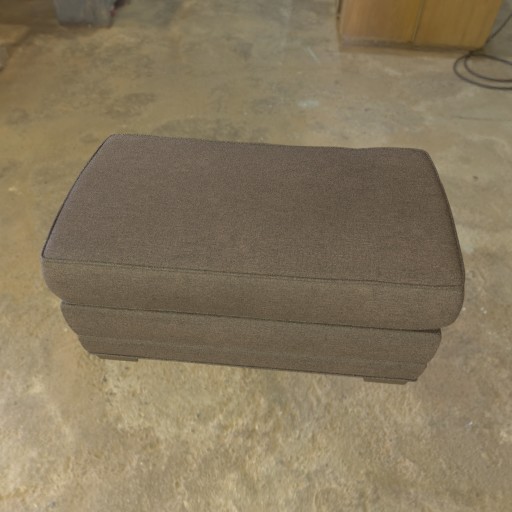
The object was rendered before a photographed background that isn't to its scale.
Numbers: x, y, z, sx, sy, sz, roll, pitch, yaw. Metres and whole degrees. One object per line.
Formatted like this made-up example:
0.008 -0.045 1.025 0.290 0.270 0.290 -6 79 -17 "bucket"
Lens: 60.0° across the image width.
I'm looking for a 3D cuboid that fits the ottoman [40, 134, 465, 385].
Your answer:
0.000 0.000 1.136 0.864 0.448 0.490 4 47 4 "ottoman"
